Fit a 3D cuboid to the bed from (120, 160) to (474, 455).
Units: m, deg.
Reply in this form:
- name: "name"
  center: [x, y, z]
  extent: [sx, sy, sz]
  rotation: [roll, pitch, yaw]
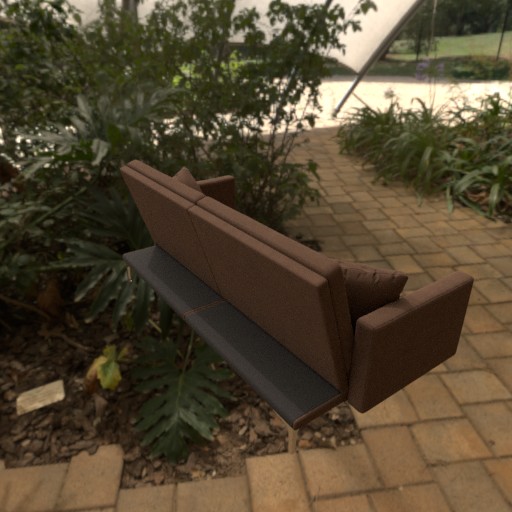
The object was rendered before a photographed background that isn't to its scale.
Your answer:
- name: "bed"
  center: [0.000, 0.000, 2.366]
  extent: [0.889, 0.787, 1.905]
  rotation: [-18, 31, -32]
